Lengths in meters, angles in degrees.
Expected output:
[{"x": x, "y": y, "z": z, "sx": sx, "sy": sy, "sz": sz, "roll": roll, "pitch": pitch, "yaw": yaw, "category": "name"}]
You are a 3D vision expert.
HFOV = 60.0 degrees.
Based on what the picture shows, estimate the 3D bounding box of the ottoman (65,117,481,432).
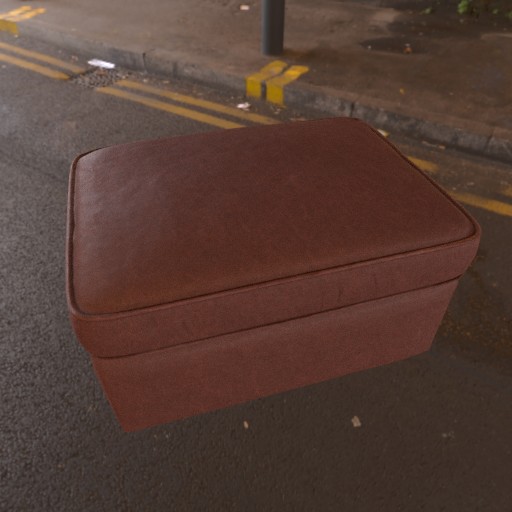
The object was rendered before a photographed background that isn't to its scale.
[{"x": 0.000, "y": 0.000, "z": 1.031, "sx": 0.749, "sy": 0.449, "sz": 0.548, "roll": -11, "pitch": 43, "yaw": -12, "category": "ottoman"}]
